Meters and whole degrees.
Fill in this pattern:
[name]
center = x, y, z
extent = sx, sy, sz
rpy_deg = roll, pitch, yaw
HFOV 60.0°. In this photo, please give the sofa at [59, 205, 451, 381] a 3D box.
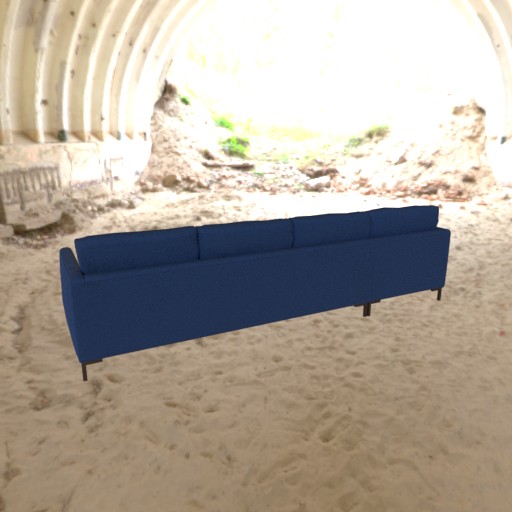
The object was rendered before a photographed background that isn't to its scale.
[sofa]
center = 0.000, 0.000, 2.988
extent = 2.450, 0.679, 1.128
rpy_deg = -8, 17, -26
